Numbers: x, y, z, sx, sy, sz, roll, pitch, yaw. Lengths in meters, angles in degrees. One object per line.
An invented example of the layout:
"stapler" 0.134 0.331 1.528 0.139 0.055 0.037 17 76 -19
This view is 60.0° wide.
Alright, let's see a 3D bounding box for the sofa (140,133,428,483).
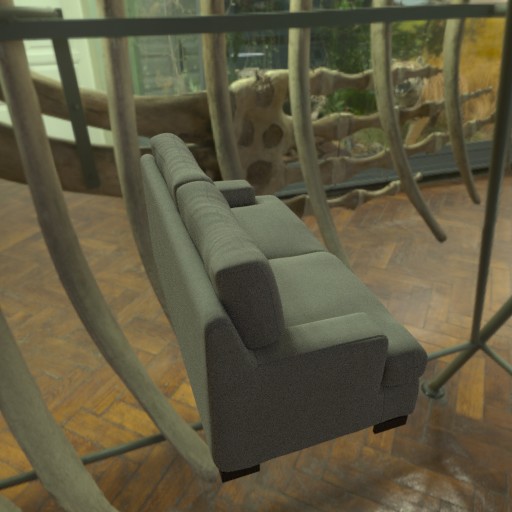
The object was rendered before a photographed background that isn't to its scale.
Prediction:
"sofa" 0.000 0.000 2.407 0.962 0.980 1.855 -10 32 -16
